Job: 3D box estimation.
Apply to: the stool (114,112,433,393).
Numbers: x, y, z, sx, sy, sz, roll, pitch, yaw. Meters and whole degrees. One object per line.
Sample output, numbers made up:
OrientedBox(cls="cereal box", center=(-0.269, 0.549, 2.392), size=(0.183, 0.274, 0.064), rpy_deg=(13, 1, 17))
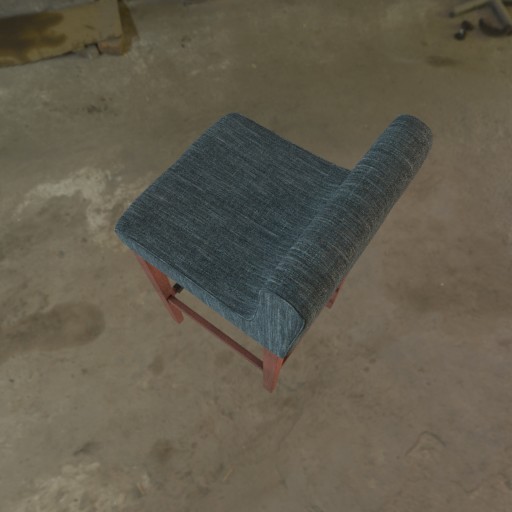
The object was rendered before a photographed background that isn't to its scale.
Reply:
OrientedBox(cls="stool", center=(0.000, 0.000, 1.066), size=(0.459, 0.835, 0.395), rpy_deg=(33, 68, 15))
